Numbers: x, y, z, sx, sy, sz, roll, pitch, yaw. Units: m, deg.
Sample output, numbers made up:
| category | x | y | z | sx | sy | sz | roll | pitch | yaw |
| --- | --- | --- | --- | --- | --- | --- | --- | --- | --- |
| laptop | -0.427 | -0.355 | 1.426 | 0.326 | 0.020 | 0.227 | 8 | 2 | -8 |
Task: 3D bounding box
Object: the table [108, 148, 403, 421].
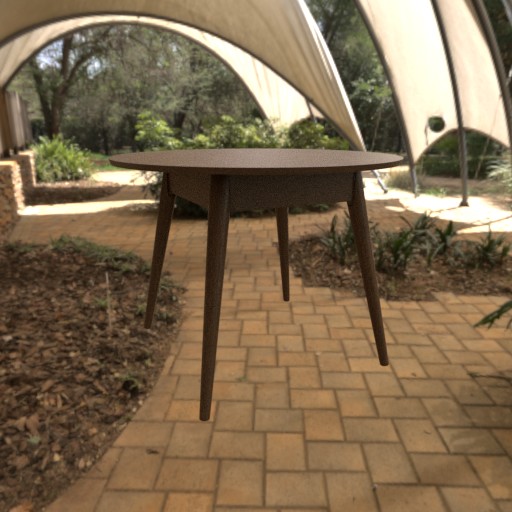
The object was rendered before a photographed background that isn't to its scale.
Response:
| category | x | y | z | sx | sy | sz | roll | pitch | yaw |
| --- | --- | --- | --- | --- | --- | --- | --- | --- | --- |
| table | 0.000 | 0.000 | 1.770 | 1.053 | 0.786 | 1.053 | 0 | 16 | 0 |
